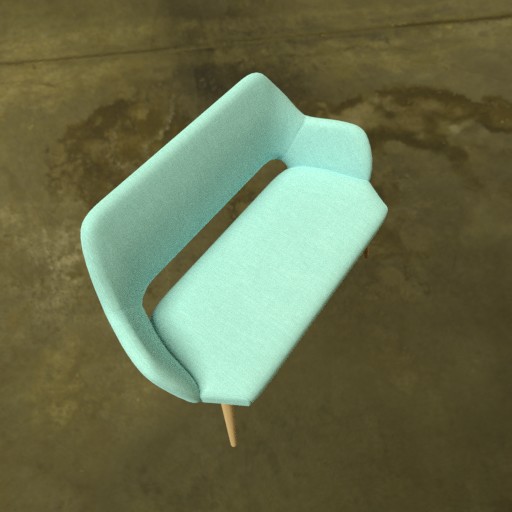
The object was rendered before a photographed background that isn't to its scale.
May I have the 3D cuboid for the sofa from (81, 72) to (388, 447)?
[{"bbox_3d":[0.000,0.000,1.605,0.610,0.840,1.150,32,64,18],"label":"sofa"}]
